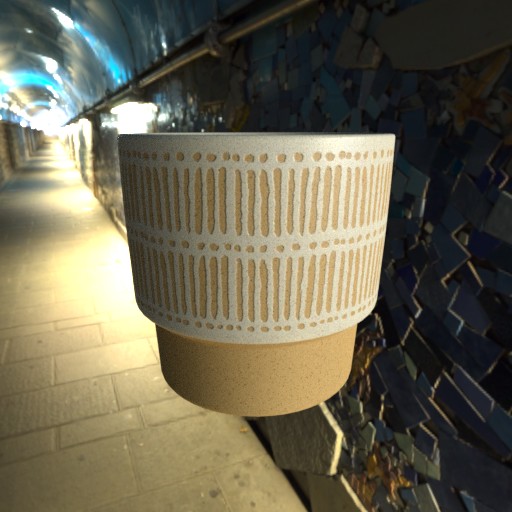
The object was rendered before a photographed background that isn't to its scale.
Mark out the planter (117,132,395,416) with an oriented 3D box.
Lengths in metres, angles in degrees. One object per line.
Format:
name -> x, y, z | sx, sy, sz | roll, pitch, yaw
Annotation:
planter -> 0.000, 0.000, 0.567 | 0.317, 0.303, 0.317 | 0, 16, 0
